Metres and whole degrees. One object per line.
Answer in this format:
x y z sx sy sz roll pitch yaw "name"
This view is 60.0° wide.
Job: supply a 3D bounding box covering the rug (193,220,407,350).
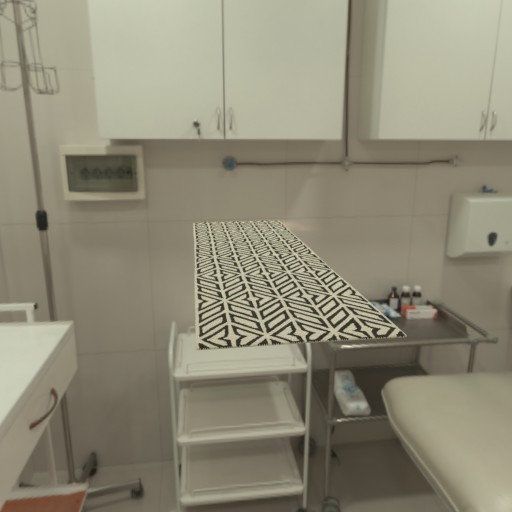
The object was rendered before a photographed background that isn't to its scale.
0.000 0.000 2.702 0.750 0.009 2.435 -2 15 -8 "rug"
